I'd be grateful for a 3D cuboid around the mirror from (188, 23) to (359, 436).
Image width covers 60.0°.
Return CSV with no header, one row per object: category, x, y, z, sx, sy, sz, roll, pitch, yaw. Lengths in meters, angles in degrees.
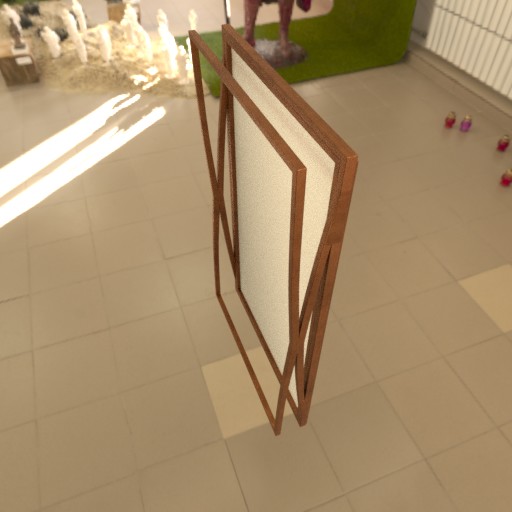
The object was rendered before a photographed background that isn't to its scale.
mirror,0.000,0.000,0.942,0.082,0.768,0.468,-16,48,-15
